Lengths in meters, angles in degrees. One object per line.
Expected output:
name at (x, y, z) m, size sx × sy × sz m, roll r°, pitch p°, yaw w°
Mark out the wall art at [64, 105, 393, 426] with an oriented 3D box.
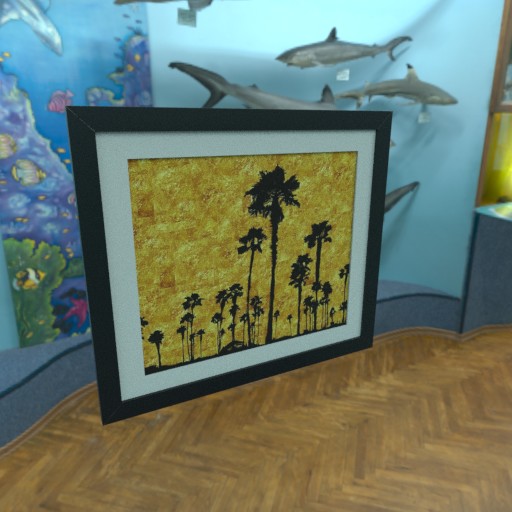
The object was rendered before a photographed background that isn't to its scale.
wall art at (0.000, 0.000, 0.525) m, size 0.383 × 0.332 × 0.012 m, roll -9°, pitch 19°, yaw -26°
